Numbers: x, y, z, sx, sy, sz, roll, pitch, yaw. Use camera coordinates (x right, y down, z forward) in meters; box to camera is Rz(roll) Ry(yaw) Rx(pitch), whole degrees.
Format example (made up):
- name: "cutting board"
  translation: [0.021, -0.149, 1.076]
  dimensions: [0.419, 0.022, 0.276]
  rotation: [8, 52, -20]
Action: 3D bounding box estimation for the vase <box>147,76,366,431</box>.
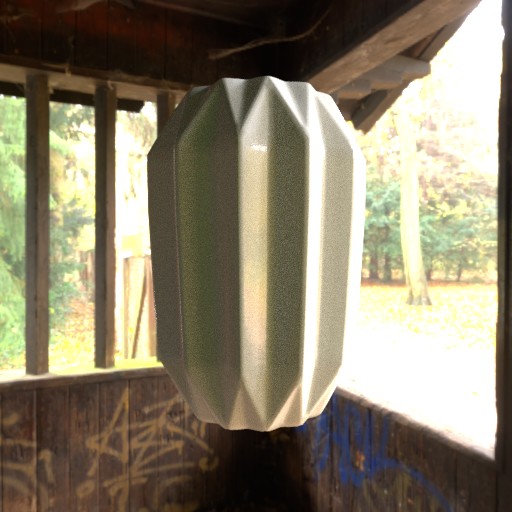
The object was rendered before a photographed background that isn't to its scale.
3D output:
- name: "vase"
  translation: [0.000, 0.000, 0.402]
  dimensions: [0.195, 0.275, 0.195]
  rotation: [0, 1, 0]
